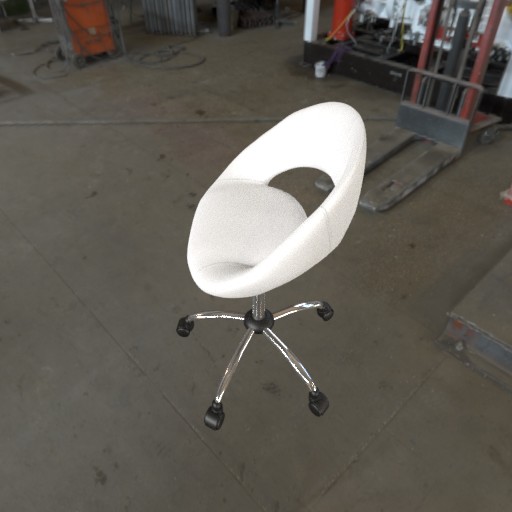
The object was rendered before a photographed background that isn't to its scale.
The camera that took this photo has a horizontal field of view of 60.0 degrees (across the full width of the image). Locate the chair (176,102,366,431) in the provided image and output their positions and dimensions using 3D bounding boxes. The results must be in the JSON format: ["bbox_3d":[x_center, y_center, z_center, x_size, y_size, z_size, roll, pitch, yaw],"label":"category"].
[{"bbox_3d":[0.000,0.000,1.209,0.538,0.791,0.612,1,41,1],"label":"chair"}]
